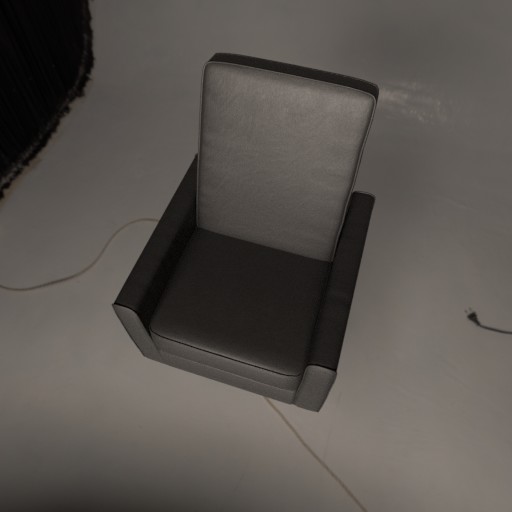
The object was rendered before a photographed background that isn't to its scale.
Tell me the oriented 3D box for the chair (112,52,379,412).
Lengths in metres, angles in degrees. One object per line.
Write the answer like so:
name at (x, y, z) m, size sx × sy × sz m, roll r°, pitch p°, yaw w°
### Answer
chair at (0.000, 0.000, 1.525) m, size 0.705 × 1.013 × 0.746 m, roll 15°, pitch 60°, yaw 9°
